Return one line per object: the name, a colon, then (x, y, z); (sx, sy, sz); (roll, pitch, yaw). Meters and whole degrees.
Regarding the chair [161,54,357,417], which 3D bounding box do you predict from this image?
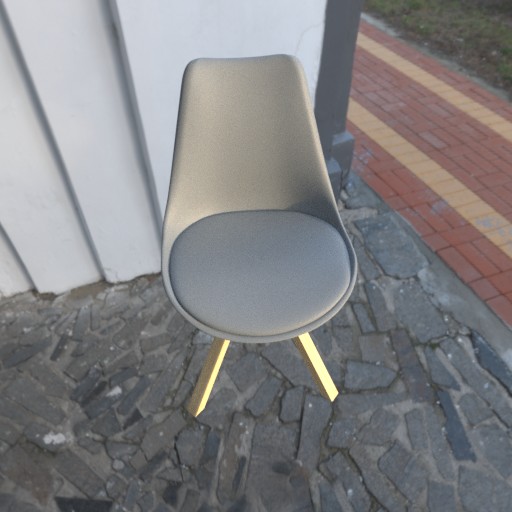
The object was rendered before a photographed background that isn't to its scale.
chair: (0.000, 0.000, 1.188); (0.485, 0.850, 0.549); (-5, 47, -5)
